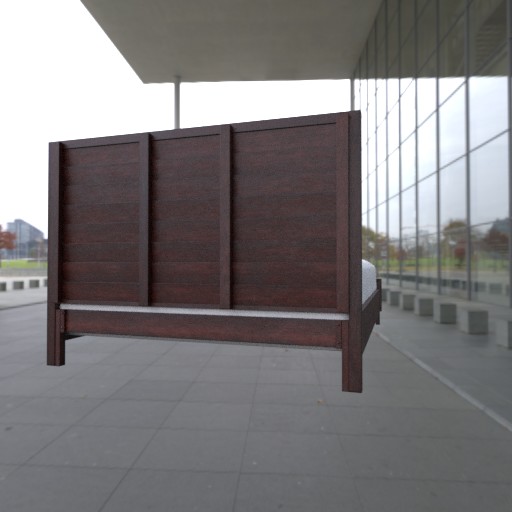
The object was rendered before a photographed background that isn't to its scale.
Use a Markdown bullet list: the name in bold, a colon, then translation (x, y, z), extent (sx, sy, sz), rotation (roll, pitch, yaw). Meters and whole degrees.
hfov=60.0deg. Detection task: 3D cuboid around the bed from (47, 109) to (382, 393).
- **bed**: translation (0.000, 0.000, 3.932), extent (2.040, 1.492, 2.803), rotation (0, -1, 18)
